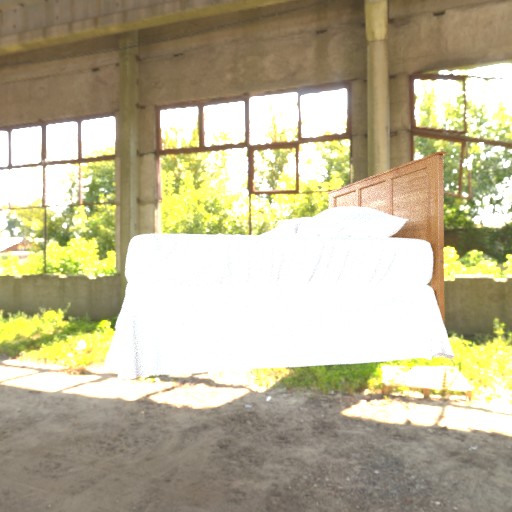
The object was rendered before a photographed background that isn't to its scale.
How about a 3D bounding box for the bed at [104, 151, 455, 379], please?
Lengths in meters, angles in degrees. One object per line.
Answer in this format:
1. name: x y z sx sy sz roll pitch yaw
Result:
1. bed: 0.000 0.000 3.260 2.035 1.273 1.870 0 -1 -15
